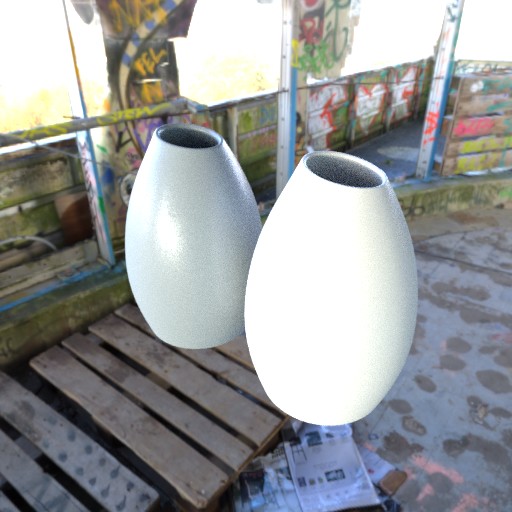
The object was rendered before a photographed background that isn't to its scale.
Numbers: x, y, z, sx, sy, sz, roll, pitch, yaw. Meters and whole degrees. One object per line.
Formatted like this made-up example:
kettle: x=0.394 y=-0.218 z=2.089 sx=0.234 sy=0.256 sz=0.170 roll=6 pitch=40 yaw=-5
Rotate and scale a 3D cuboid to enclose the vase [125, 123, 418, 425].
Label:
vase: x=0.000 y=0.000 z=0.256 sx=0.187 sy=0.131 sz=0.089 roll=21 pitch=35 yaw=32
